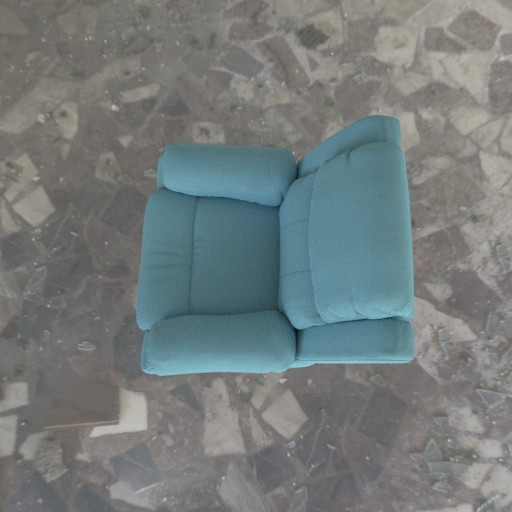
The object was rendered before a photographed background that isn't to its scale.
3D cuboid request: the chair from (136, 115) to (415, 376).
[{"bbox_3d":[0.000,0.000,1.281,0.709,0.702,0.680,1,76,0],"label":"chair"}]
